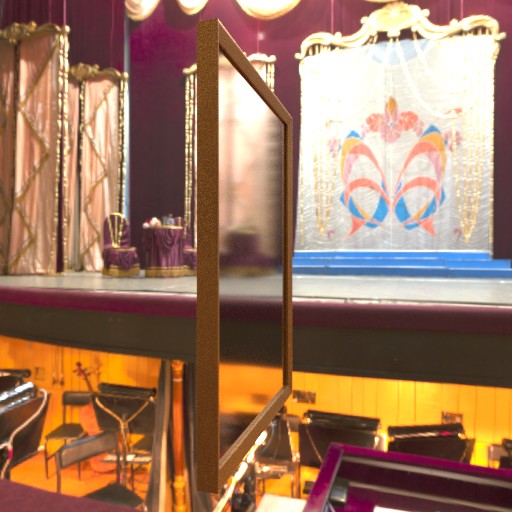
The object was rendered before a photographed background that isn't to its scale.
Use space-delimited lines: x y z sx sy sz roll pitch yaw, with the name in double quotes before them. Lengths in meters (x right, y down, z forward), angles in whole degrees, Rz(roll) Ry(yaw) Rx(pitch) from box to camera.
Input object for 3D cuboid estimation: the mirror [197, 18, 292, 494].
"mirror" 0.000 0.000 0.908 0.039 0.710 0.507 0 0 17
